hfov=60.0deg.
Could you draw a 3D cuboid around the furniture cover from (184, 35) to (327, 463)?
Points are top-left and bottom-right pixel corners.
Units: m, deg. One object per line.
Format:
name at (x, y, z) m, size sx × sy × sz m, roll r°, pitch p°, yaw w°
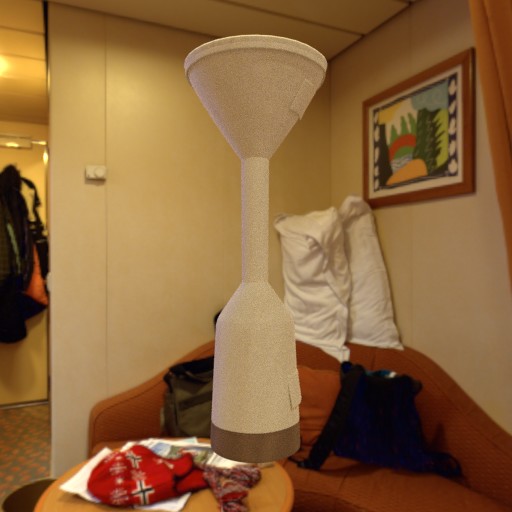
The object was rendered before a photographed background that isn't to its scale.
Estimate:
furniture cover at (0.000, 0.000, 2.858) m, size 0.914 × 2.413 × 0.914 m, roll 0°, pitch 0°, yaw 19°
